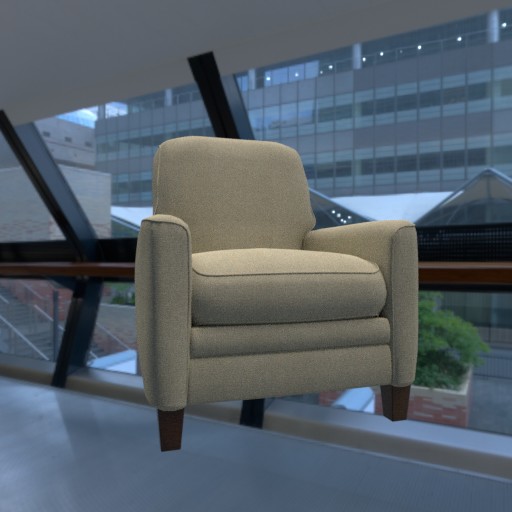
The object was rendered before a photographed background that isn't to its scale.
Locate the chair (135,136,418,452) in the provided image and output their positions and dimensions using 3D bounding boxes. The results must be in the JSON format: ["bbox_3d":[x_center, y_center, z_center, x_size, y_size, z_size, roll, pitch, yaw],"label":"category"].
[{"bbox_3d":[0.000,0.000,1.613,0.850,1.006,0.853,0,1,-17],"label":"chair"}]
